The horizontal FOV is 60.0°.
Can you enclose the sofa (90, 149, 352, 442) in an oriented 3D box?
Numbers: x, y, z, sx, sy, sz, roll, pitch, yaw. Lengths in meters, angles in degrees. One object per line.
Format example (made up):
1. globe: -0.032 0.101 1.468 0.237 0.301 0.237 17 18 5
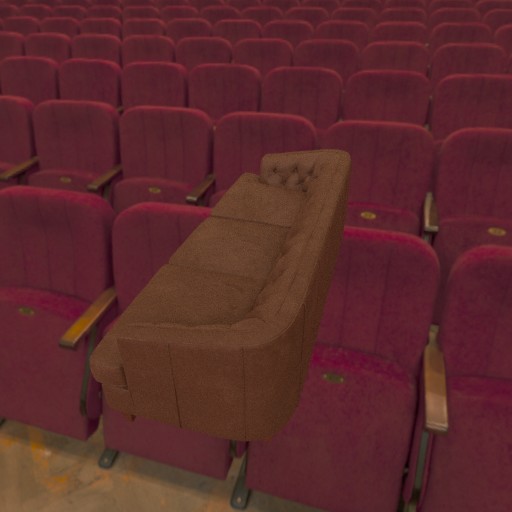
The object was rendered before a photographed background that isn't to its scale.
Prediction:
1. sofa: 0.000 0.000 2.733 0.927 0.787 2.227 9 34 14
